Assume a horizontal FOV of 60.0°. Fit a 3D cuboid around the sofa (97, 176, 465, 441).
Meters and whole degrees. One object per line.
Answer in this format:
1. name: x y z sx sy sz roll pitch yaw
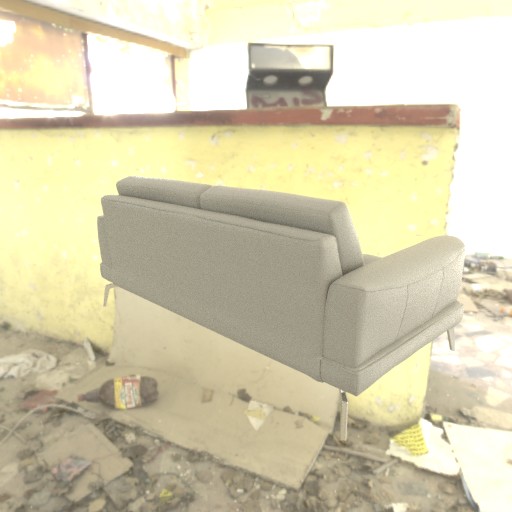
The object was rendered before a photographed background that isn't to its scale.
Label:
1. sofa: 0.000 0.000 2.737 1.121 0.930 2.177 -15 21 -43
